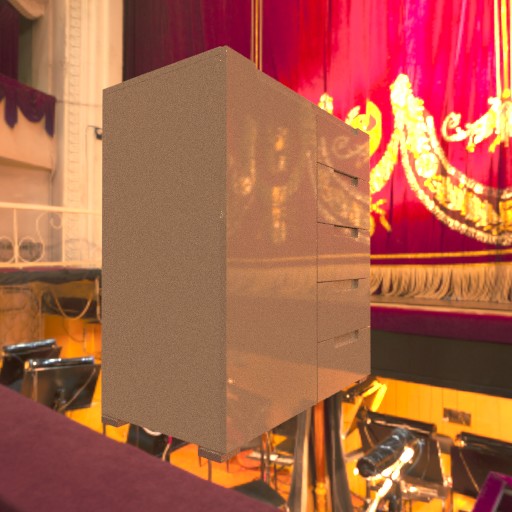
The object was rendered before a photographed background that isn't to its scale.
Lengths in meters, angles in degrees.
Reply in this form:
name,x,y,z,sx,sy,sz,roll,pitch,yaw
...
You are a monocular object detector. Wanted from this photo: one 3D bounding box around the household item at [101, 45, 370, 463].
name,x,y,z,sx,sy,sz,roll,pitch,yaw
household item,0.000,0.000,1.362,0.420,0.870,0.800,0,-1,35
